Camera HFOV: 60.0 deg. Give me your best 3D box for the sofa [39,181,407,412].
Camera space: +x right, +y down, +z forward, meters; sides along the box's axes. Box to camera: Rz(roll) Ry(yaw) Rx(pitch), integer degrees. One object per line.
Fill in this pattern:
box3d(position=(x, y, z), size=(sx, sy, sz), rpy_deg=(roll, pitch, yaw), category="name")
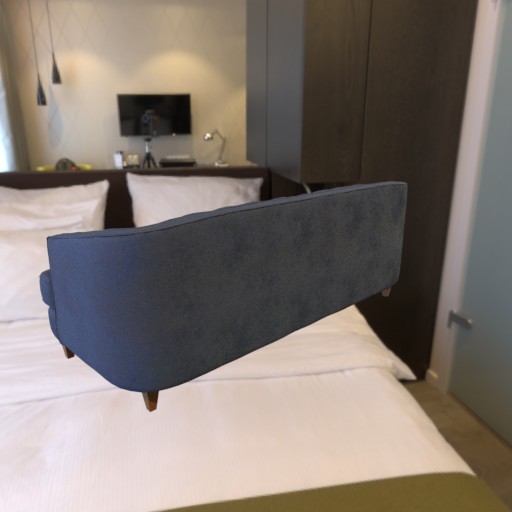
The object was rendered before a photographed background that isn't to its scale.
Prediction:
box3d(position=(0.000, 0.000, 2.721), size=(2.278, 0.855, 0.941), rpy_deg=(-15, 23, -41), category="sofa")
